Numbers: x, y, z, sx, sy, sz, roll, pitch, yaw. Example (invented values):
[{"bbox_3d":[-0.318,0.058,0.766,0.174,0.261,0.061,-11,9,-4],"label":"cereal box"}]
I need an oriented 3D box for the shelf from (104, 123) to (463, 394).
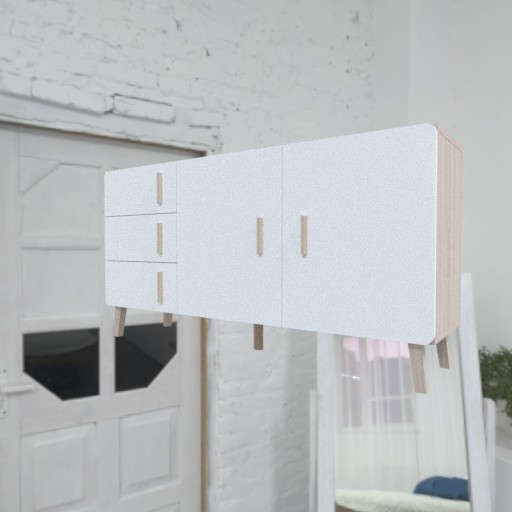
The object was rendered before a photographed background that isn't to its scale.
[{"bbox_3d":[0.000,0.000,1.827,1.490,0.780,0.400,1,2,35],"label":"shelf"}]
